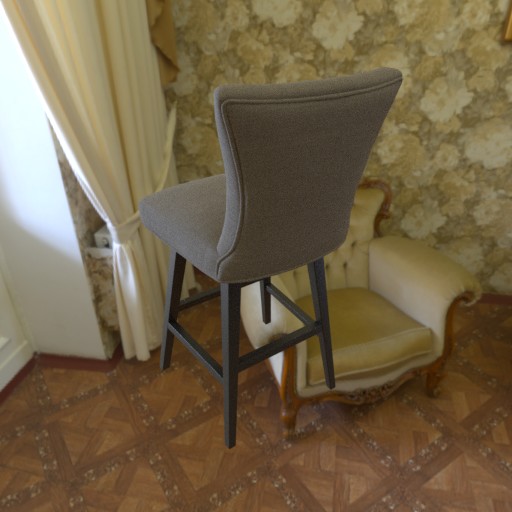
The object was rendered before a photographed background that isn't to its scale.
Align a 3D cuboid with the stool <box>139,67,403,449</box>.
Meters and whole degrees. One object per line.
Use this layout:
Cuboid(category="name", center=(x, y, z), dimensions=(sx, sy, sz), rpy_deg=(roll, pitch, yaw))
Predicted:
Cuboid(category="stool", center=(0.000, 0.000, 1.359), dimensions=(0.514, 1.086, 0.574), rpy_deg=(-19, 35, -30))
